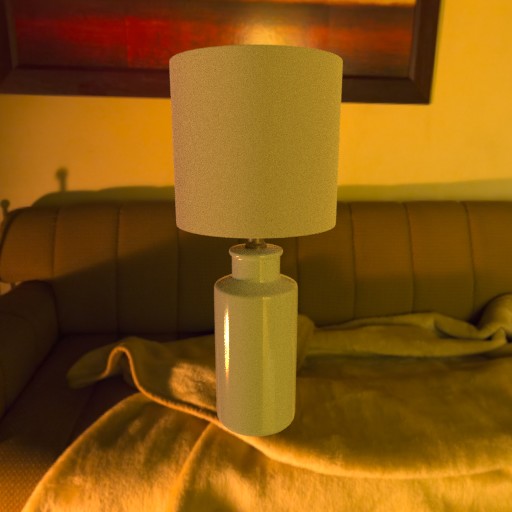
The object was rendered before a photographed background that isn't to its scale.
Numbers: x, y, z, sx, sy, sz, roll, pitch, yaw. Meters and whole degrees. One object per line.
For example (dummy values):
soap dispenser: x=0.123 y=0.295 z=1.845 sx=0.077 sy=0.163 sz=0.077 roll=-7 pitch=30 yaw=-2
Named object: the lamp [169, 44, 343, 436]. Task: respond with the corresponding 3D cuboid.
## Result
lamp: x=0.000 y=0.000 z=0.610 sx=0.212 sy=0.493 sz=0.212 roll=-7 pitch=15 yaw=-25
